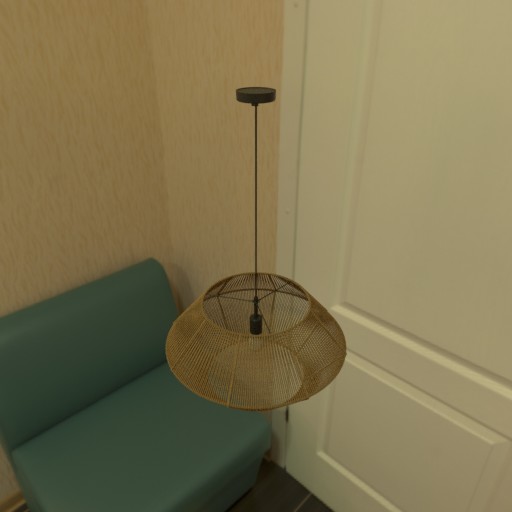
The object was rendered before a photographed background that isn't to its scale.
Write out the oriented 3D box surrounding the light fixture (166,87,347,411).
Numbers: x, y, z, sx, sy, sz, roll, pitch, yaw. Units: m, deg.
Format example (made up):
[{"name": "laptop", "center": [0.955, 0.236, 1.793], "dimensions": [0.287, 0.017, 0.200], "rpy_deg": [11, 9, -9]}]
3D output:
[{"name": "light fixture", "center": [0.000, 0.000, 1.422], "dimensions": [0.643, 1.009, 0.643], "rpy_deg": [0, 30, 0]}]
